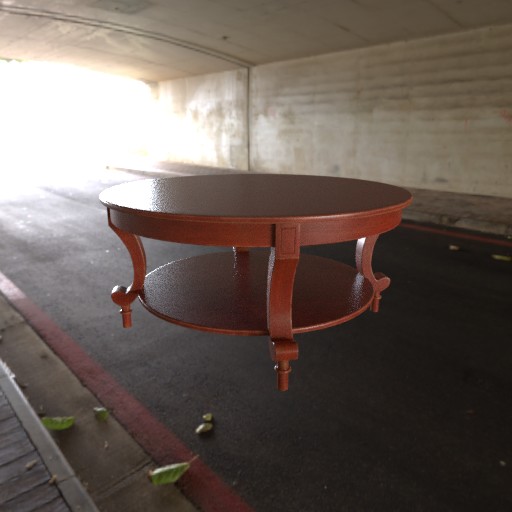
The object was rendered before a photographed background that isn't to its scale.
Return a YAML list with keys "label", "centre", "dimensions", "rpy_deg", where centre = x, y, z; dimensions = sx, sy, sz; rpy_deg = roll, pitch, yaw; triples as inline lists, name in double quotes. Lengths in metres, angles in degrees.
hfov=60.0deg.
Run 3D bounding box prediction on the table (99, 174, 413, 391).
- label: "table"
  centre: [0.000, 0.000, 1.597]
  dimensions: [1.029, 0.486, 1.029]
  rpy_deg: [0, 16, 0]
